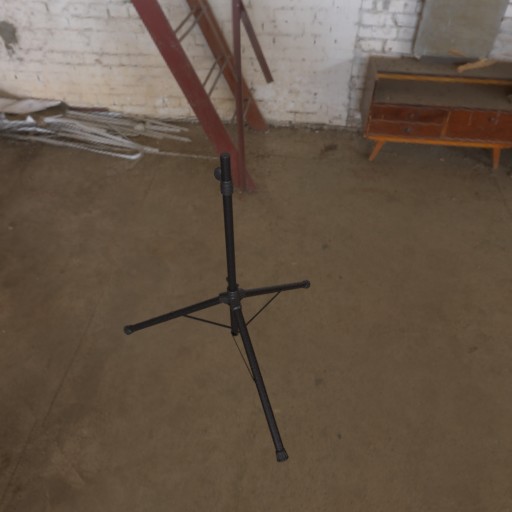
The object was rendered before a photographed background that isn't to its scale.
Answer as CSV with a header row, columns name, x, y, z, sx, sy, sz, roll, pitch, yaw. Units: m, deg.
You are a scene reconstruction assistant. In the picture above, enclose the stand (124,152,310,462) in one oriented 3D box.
name,x,y,z,sx,sy,sz,roll,pitch,yaw
stand,0.000,0.000,1.898,1.045,1.136,0.907,32,53,28
